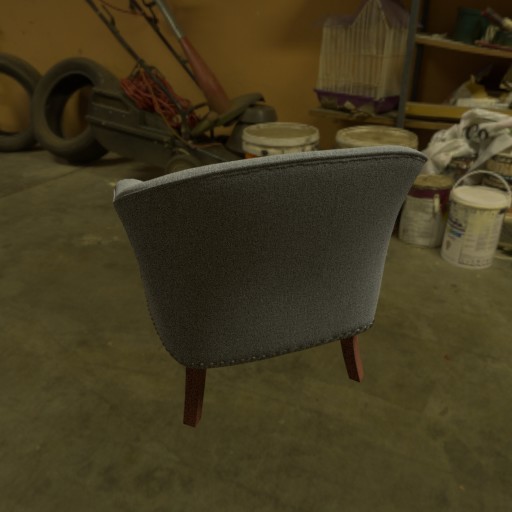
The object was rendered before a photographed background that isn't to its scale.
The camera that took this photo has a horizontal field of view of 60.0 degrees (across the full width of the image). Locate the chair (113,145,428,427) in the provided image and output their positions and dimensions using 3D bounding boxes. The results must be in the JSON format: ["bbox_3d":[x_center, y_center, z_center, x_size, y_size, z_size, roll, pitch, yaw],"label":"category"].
[{"bbox_3d":[0.000,0.000,1.387,0.798,0.815,0.704,-9,29,-17],"label":"chair"}]
